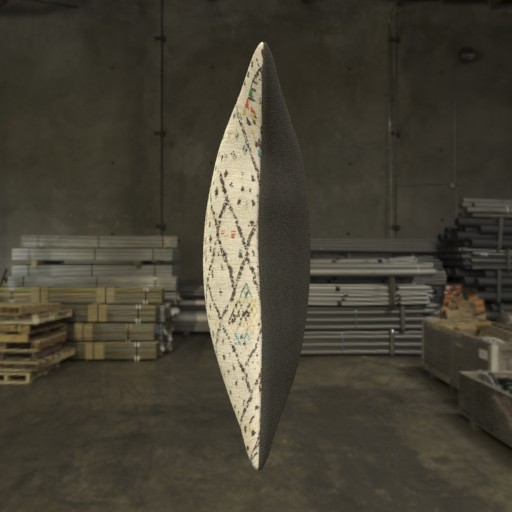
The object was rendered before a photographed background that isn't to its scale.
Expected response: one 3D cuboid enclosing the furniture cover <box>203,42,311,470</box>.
[{"bbox_3d":[0.000,0.000,0.773,0.180,0.498,0.525,0,0,-1],"label":"furniture cover"}]
